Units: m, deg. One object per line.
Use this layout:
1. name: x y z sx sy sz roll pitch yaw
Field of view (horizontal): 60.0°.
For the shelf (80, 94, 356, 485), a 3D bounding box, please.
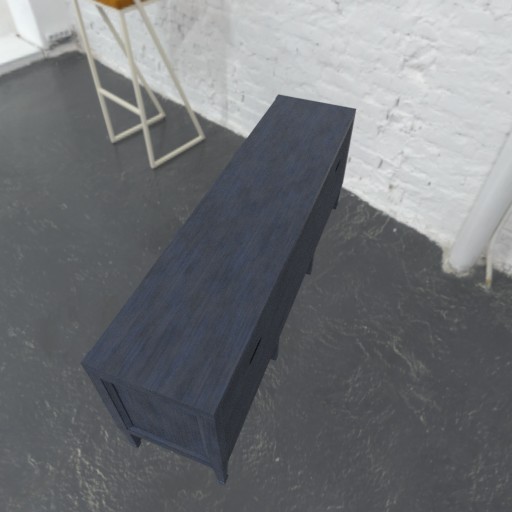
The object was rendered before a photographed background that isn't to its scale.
1. shelf: 0.000 0.000 2.194 0.471 0.715 1.878 16 49 14
